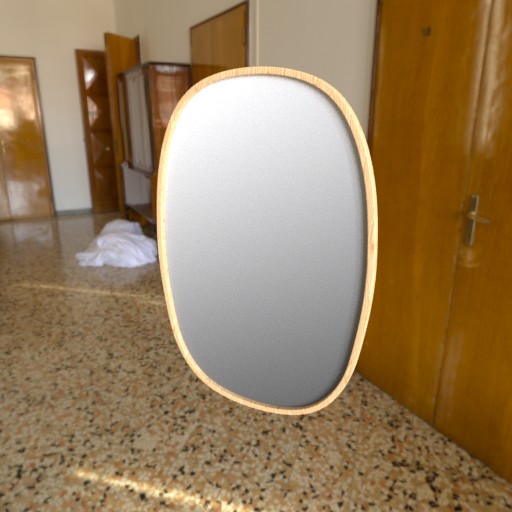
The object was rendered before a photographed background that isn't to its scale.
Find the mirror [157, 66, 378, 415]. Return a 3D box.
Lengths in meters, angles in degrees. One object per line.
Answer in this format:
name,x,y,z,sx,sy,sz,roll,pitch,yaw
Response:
mirror,0.000,0.000,1.365,0.724,1.075,0.037,8,19,25
